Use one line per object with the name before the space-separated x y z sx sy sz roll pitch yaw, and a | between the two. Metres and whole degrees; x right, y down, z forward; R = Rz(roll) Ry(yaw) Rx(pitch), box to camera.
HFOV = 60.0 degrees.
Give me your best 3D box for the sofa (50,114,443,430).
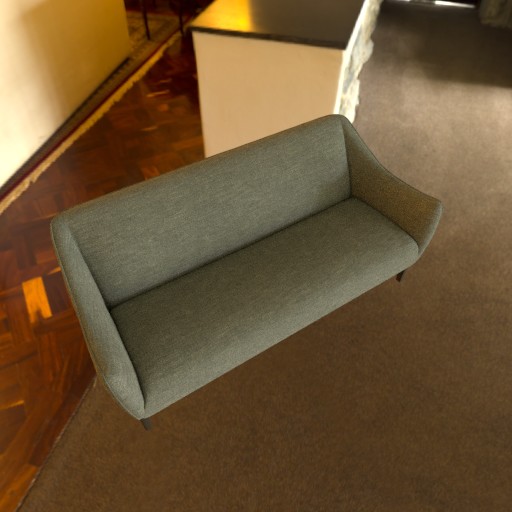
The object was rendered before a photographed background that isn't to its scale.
sofa | 0.000 0.000 2.420 1.928 0.829 0.867 -25 52 -22
